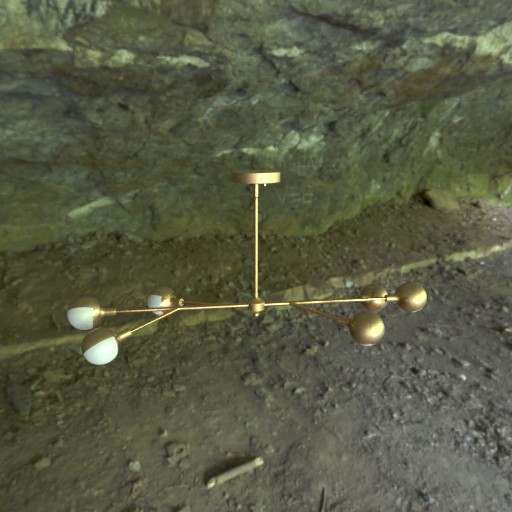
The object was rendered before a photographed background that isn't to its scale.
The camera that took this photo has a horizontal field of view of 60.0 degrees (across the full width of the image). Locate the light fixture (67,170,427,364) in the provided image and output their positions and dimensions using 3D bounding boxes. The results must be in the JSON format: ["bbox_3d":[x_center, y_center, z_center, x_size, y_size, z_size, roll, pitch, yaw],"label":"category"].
[{"bbox_3d":[0.000,0.000,0.967,0.778,0.362,0.434,2,14,8],"label":"light fixture"}]
